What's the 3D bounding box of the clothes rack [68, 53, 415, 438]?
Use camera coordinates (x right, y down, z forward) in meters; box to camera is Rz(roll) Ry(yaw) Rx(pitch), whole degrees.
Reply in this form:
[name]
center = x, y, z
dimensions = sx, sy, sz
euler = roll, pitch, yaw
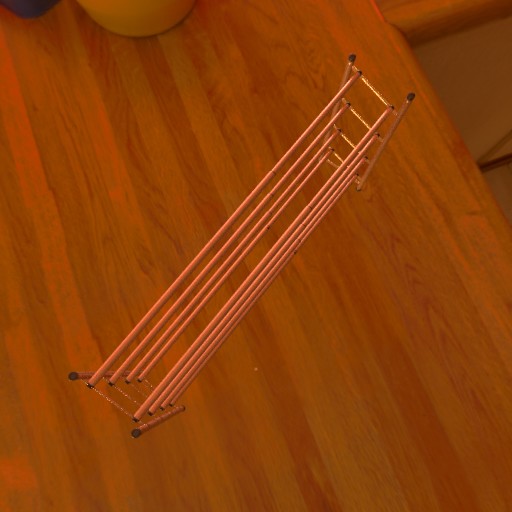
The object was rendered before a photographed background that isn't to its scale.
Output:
[clothes rack]
center = 0.000, 0.000, 1.478
dimensions = 0.229, 0.672, 1.168
euler = 38, 79, 9
